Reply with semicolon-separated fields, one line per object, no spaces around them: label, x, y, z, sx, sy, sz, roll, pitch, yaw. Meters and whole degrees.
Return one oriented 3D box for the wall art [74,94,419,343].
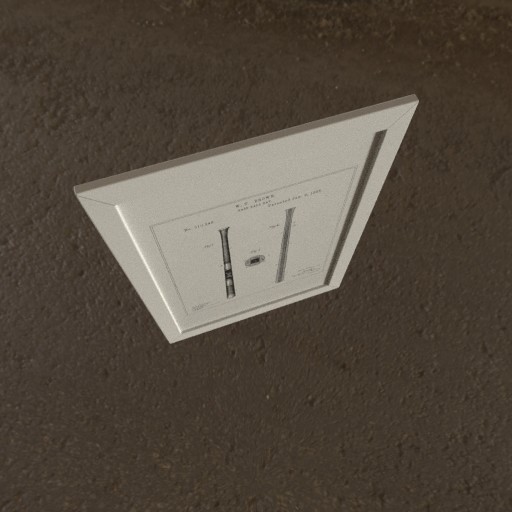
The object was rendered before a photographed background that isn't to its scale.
wall art;0.000;0.000;0.694;0.374;0.529;0.012;-18;65;-9
